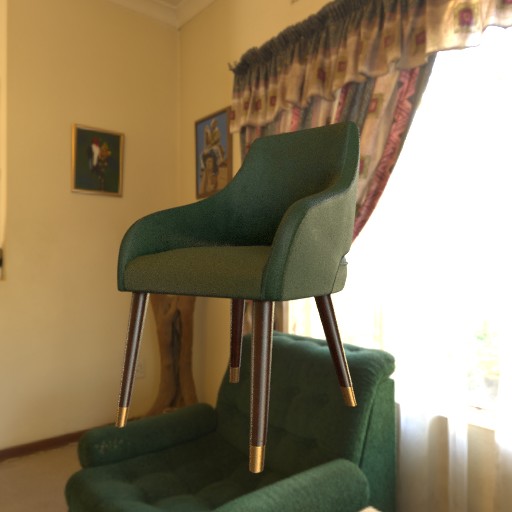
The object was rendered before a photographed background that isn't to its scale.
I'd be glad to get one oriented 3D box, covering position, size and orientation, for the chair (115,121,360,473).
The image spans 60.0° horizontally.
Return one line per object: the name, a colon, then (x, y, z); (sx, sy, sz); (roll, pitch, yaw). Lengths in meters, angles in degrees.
chair: (0.000, 0.000, 1.580); (0.683, 1.081, 0.794); (0, 0, 34)
